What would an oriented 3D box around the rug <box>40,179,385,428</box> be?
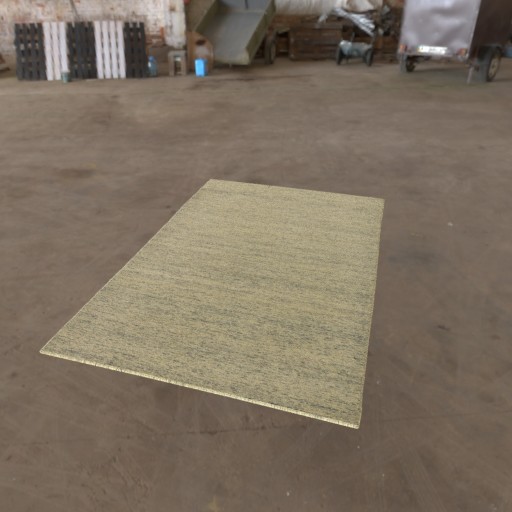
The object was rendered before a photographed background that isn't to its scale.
[{"bbox_3d":[0.000,0.000,2.337,1.243,0.014,1.846,9,33,14],"label":"rug"}]
